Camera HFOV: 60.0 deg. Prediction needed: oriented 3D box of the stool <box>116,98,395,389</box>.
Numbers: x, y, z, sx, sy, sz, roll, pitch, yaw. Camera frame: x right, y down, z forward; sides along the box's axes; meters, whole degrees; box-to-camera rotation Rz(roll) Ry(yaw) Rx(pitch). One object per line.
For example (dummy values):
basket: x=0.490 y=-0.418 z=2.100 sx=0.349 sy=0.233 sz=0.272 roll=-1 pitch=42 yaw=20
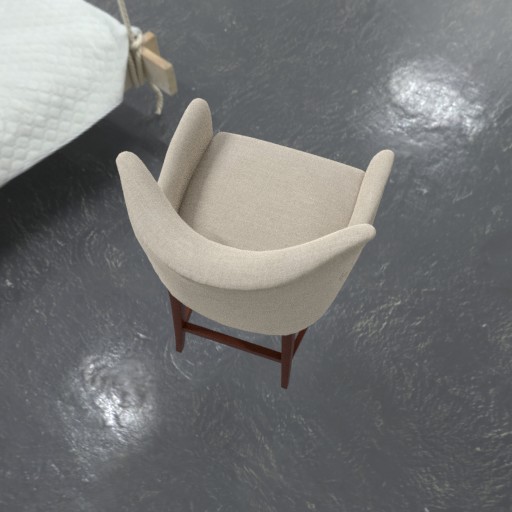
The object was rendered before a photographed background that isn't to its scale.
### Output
stool: x=0.000 y=0.000 z=1.404 sx=0.615 sy=0.987 sz=0.637 roll=18 pitch=64 yaw=9
